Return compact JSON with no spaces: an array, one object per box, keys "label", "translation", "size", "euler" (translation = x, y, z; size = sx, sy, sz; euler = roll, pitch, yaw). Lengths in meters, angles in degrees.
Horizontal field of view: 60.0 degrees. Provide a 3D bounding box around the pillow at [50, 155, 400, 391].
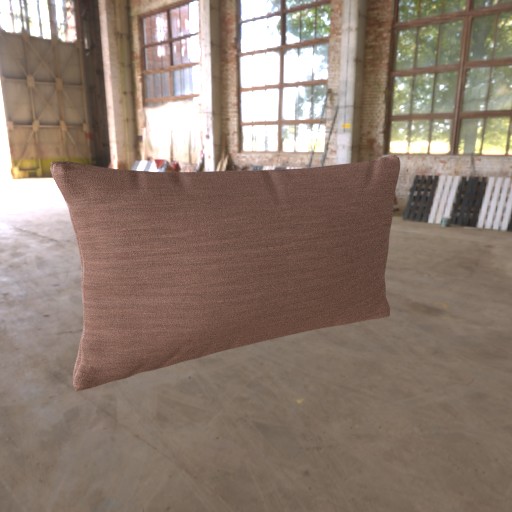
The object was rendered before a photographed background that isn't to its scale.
[{"label":"pillow","translation":[0.000,0.000,0.778],"size":[0.633,0.338,0.210],"euler":[-8,16,-27]}]
